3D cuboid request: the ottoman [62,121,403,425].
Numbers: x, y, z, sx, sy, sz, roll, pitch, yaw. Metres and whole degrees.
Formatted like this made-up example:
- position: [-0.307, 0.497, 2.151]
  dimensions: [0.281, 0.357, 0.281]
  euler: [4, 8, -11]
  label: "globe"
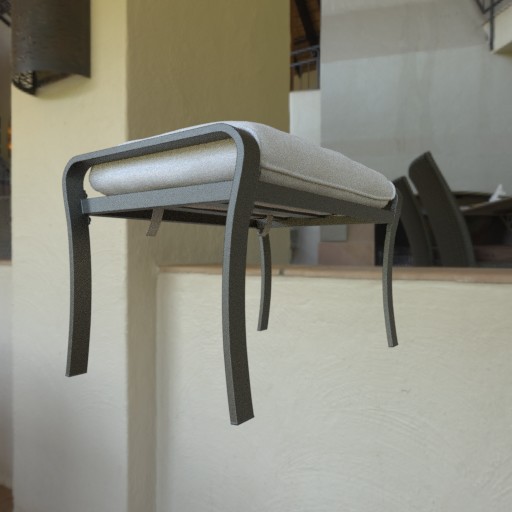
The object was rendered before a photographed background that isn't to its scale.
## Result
- position: [0.000, 0.000, 0.910]
  dimensions: [0.406, 0.422, 0.610]
  euler: [0, 0, 36]
  label: "ottoman"
